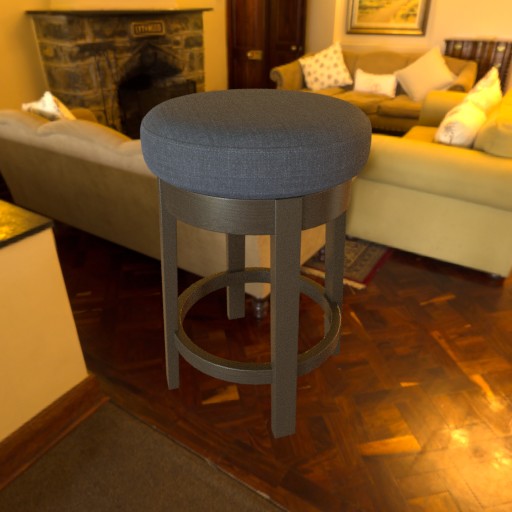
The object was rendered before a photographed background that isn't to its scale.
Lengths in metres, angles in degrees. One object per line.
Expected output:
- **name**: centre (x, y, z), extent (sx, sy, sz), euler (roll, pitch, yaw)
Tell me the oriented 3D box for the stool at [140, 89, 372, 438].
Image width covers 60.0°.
- **stool**: centre (0.000, 0.000, 0.978), extent (0.449, 0.655, 0.449), euler (0, 30, 0)
